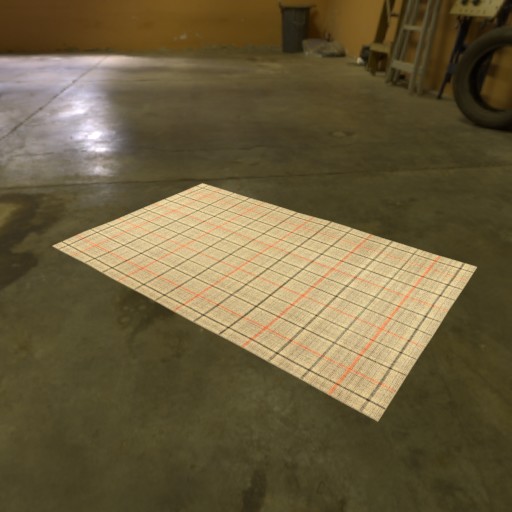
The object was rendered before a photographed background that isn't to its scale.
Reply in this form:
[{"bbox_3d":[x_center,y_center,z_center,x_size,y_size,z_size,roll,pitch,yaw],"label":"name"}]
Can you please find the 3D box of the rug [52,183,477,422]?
[{"bbox_3d":[0.000,0.000,2.988,2.439,0.015,1.524,21,36,32],"label":"rug"}]
